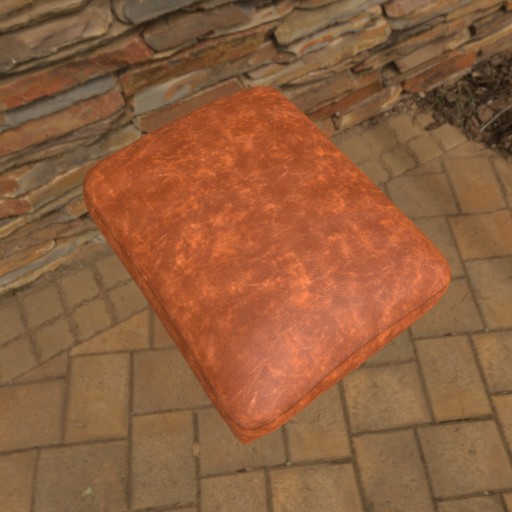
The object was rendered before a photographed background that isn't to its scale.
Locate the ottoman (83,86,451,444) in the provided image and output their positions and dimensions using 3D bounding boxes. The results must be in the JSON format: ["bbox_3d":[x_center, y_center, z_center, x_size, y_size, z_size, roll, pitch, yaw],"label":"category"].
[{"bbox_3d":[0.000,0.000,1.275,0.657,0.562,0.832,-32,68,-15],"label":"ottoman"}]
